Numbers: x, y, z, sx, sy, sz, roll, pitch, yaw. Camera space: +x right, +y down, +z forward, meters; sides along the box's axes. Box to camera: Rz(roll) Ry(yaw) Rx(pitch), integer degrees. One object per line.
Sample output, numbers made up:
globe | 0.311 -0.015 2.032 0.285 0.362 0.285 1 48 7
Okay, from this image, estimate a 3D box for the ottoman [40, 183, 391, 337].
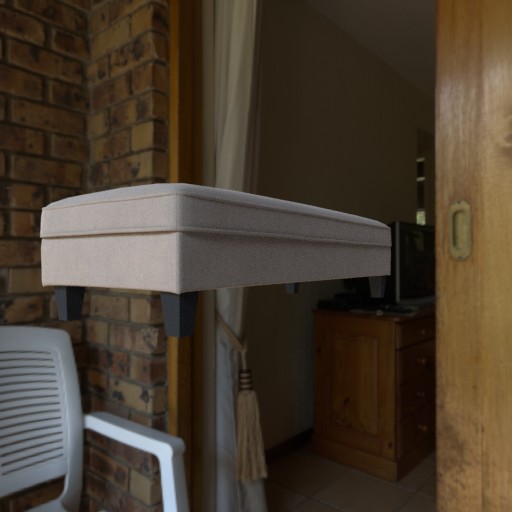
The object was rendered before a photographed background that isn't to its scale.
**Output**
ottoman | 0.000 0.000 2.053 0.735 0.460 1.726 0 -1 35
